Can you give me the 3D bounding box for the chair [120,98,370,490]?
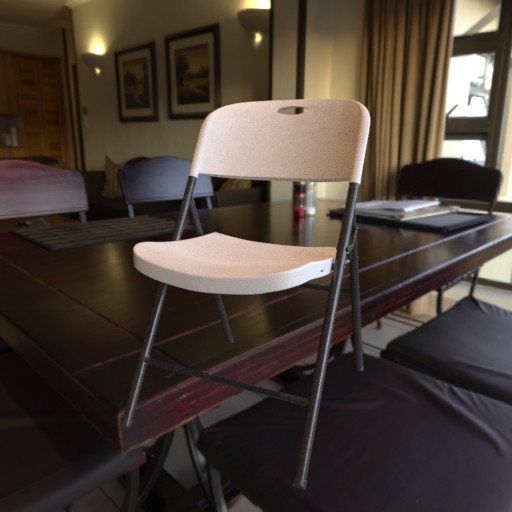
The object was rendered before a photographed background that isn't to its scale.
[{"bbox_3d":[0.000,0.000,1.153,0.494,0.810,0.566,7,16,25],"label":"chair"}]
